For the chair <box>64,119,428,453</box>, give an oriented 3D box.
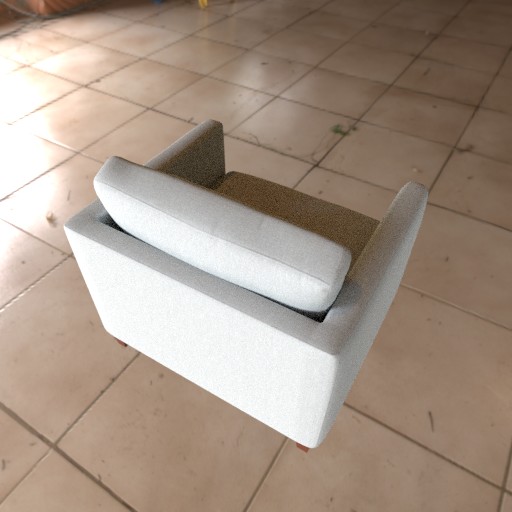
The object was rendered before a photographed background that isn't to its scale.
[{"bbox_3d":[0.000,0.000,1.861,1.107,0.961,0.953,23,50,21],"label":"chair"}]
